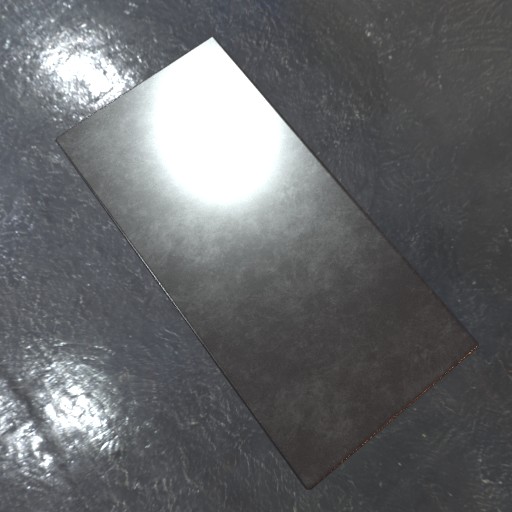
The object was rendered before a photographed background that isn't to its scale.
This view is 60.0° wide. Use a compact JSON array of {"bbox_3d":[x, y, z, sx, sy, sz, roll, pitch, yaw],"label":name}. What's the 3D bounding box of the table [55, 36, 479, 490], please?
[{"bbox_3d":[0.000,0.000,1.444,0.580,0.487,1.171,-37,80,-8],"label":"table"}]
